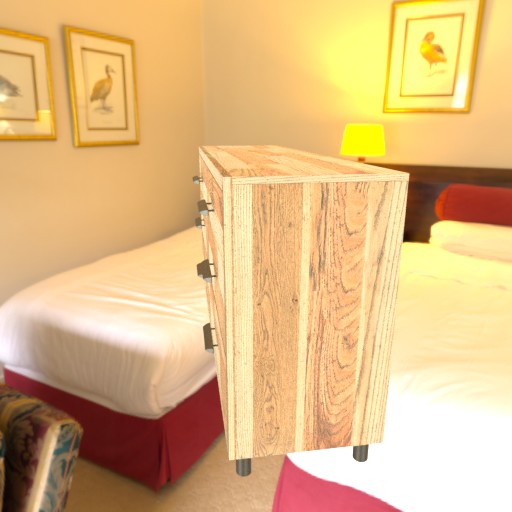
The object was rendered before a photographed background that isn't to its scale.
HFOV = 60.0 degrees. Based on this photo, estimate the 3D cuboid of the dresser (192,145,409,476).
[{"bbox_3d":[0.000,0.000,1.860,0.487,0.834,1.547,-3,17,-9],"label":"dresser"}]
